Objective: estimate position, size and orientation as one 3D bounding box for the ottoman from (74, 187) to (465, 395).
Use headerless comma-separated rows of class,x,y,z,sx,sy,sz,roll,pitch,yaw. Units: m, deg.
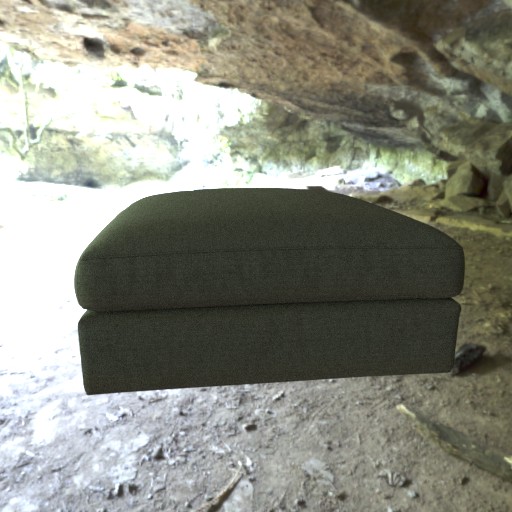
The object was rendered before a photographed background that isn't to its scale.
ottoman,0.000,0.000,1.635,1.041,0.470,1.041,-2,14,-7
